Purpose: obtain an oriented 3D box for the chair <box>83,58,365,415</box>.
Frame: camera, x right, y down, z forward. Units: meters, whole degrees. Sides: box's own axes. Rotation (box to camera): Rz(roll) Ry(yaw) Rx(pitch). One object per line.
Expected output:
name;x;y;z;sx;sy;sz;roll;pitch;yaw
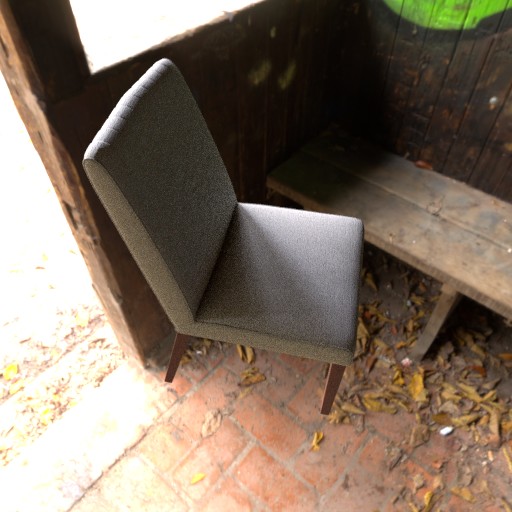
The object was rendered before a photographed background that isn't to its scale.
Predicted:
chair;0.000;0.000;1.236;0.594;0.900;0.480;9;49;8
